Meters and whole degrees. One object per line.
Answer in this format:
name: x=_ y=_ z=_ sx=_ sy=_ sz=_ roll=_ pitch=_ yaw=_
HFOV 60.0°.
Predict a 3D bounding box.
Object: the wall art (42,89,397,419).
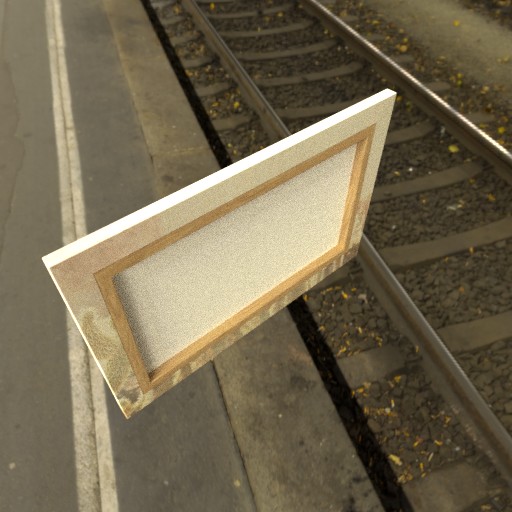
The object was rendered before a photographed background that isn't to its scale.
wall art: x=0.000 y=0.000 z=1.444 sx=1.142 sy=0.758 sz=0.041 roll=-32 pitch=55 yaw=-26
